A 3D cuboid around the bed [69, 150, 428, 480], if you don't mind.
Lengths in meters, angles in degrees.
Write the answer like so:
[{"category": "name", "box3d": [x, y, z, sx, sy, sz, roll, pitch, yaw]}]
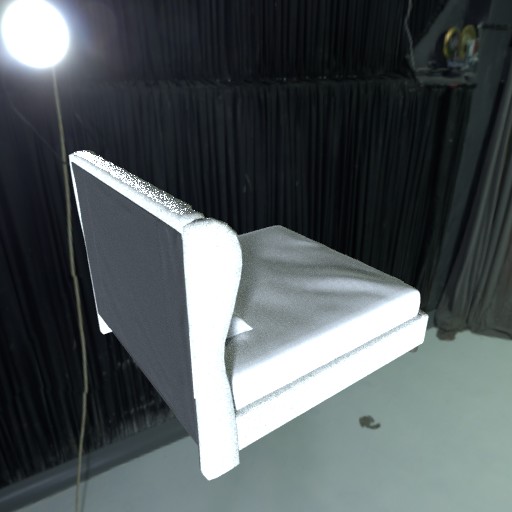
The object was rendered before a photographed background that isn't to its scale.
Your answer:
[{"category": "bed", "box3d": [0.000, 0.000, 3.901, 2.347, 1.771, 2.219, -17, 30, -32]}]
